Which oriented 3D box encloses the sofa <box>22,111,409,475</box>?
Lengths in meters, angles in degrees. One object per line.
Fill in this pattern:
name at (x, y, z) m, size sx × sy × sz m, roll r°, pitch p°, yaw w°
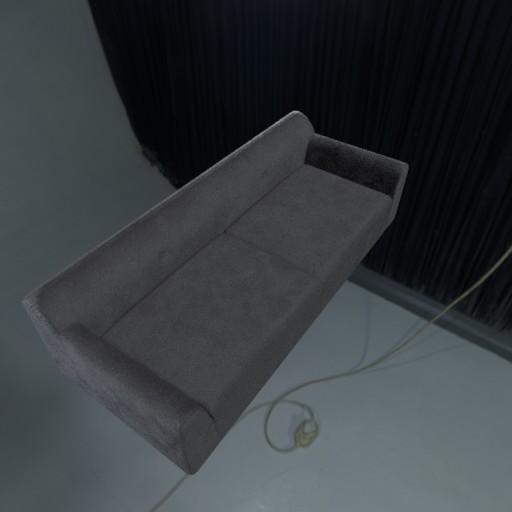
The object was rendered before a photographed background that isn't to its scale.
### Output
sofa at (0.000, 0.000, 2.557) m, size 0.900 × 0.740 × 2.190 m, roll 26°, pitch 49°, yaw 25°
